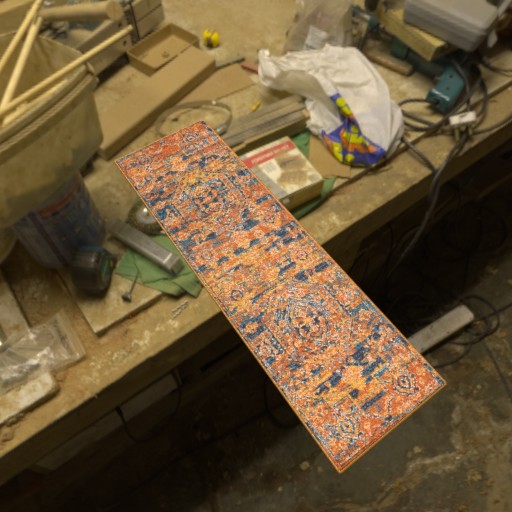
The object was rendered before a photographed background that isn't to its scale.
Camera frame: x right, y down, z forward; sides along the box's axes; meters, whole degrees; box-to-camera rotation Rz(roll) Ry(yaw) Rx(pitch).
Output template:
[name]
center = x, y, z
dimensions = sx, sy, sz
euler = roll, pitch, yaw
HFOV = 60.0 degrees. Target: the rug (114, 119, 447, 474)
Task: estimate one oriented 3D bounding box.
[rug]
center = 0.000, 0.000, 2.033
dimensions = 0.556, 0.013, 1.820
euler = -31, 64, -17
